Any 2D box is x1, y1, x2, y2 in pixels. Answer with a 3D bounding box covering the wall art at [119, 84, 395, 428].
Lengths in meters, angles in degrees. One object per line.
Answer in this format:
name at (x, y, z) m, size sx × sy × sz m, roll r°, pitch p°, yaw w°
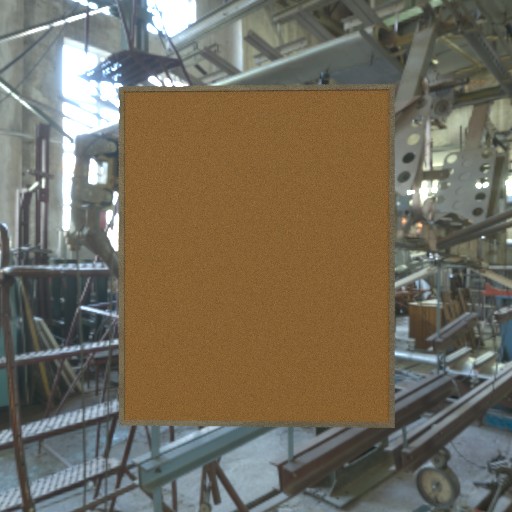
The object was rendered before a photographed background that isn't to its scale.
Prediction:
wall art at (0.000, 0.000, 0.690) m, size 0.421 × 0.521 × 0.032 m, roll 0°, pitch 0°, yaw 1°
